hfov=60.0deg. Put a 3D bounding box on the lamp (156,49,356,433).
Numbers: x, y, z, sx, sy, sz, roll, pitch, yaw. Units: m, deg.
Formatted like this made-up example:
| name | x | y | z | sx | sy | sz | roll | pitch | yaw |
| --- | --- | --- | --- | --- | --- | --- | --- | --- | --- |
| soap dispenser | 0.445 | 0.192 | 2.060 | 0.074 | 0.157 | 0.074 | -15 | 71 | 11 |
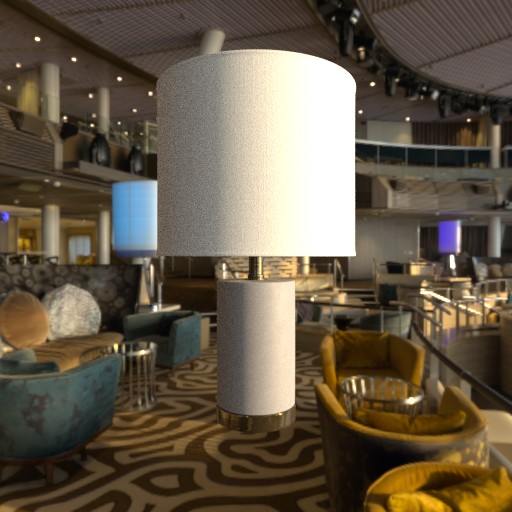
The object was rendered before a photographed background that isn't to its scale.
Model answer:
| name | x | y | z | sx | sy | sz | roll | pitch | yaw |
| --- | --- | --- | --- | --- | --- | --- | --- | --- | --- |
| lamp | 0.000 | 0.000 | 0.522 | 0.229 | 0.380 | 0.229 | 0 | 0 | 0 |
